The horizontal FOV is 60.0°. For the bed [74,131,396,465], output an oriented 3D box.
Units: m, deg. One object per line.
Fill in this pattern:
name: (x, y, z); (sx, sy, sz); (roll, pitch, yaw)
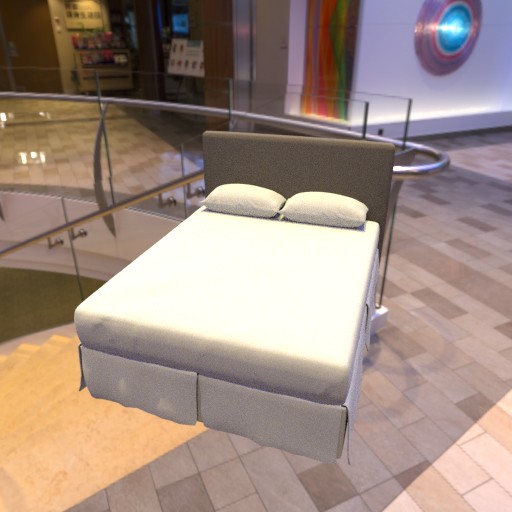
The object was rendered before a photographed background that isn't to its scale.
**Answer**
bed: (0.000, 0.000, 3.222); (1.748, 1.330, 2.142); (8, 28, 16)
